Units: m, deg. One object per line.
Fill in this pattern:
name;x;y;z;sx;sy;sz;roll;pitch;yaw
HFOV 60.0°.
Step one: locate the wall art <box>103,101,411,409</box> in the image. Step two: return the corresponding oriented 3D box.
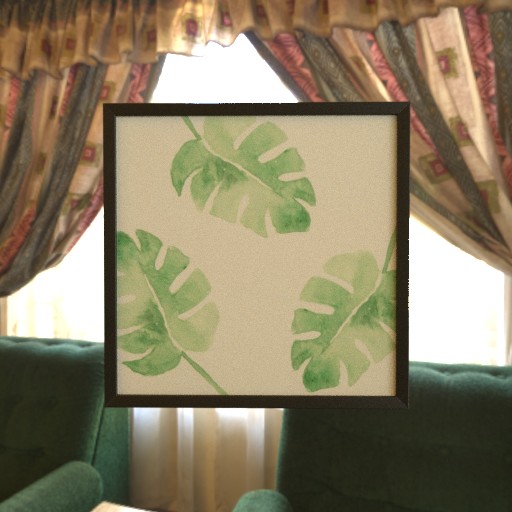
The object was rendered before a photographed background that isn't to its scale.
wall art;0.000;0.000;0.752;0.508;0.508;0.036;0;1;1
